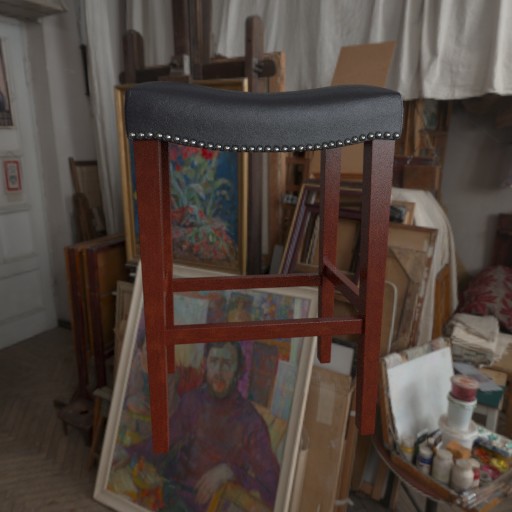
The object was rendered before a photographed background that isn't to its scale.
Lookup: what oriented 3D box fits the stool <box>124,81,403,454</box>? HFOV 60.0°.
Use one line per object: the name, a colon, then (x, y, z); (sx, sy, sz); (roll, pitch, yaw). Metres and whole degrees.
stool: (0.000, 0.000, 1.031); (0.504, 0.742, 0.372); (-2, 15, -7)
